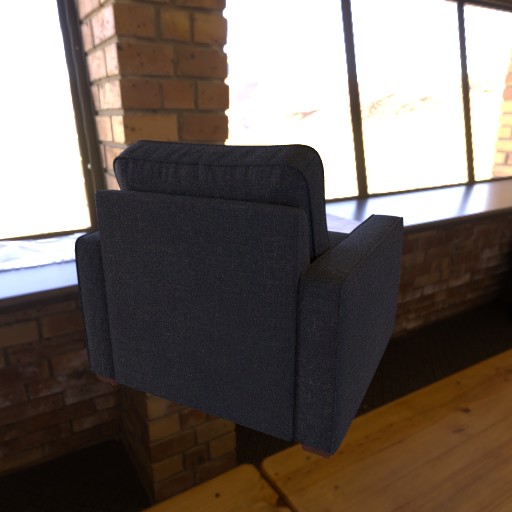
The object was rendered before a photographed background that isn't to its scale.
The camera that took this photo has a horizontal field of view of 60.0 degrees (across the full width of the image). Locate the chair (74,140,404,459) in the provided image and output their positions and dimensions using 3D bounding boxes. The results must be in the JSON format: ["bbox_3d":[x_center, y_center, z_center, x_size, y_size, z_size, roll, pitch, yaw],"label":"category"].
[{"bbox_3d":[0.000,0.000,1.777,1.017,0.919,0.940,9,19,26],"label":"chair"}]
